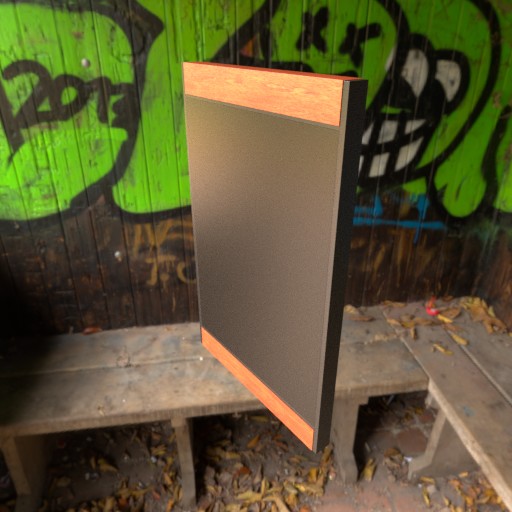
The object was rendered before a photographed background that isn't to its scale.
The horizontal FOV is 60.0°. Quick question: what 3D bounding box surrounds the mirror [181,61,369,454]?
[{"bbox_3d":[0.000,0.000,1.055,0.047,0.823,0.525,-19,33,-33],"label":"mirror"}]
